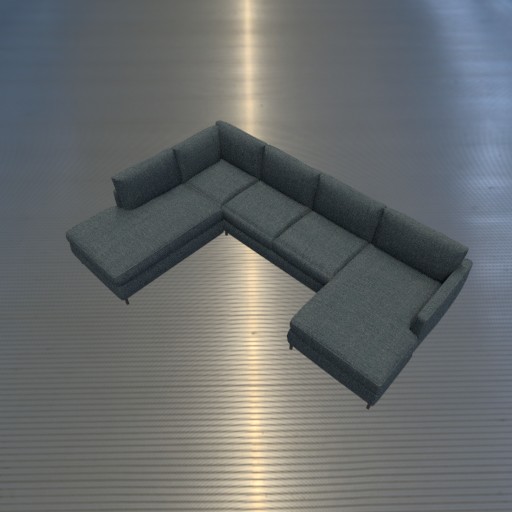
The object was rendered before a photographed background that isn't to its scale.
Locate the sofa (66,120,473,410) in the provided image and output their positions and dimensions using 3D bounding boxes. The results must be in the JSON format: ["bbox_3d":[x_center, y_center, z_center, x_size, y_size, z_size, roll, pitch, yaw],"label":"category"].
[{"bbox_3d":[0.000,0.000,3.569,2.737,0.753,1.879,34,56,28],"label":"sofa"}]
